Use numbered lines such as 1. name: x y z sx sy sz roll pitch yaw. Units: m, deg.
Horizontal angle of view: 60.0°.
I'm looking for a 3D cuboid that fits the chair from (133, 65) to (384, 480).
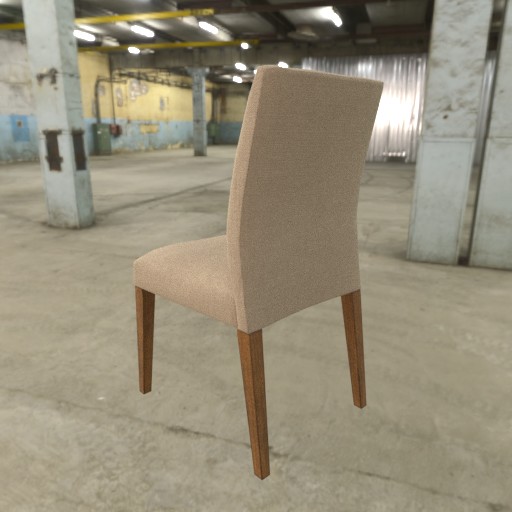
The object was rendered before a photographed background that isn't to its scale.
1. chair: 0.000 0.000 1.282 0.496 0.940 0.585 -14 21 -41
